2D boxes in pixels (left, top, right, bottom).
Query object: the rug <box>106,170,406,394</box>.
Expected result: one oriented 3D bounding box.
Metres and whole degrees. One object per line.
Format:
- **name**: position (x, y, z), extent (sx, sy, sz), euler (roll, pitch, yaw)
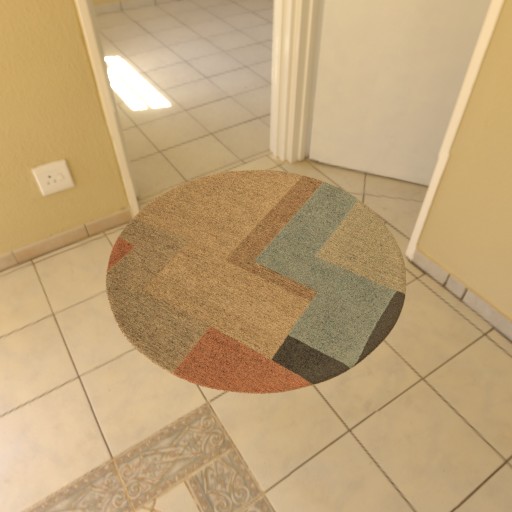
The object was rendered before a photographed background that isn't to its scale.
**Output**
- **rug**: position (0.000, 0.000, 3.723), extent (2.461, 0.033, 2.461), euler (0, 46, 0)
